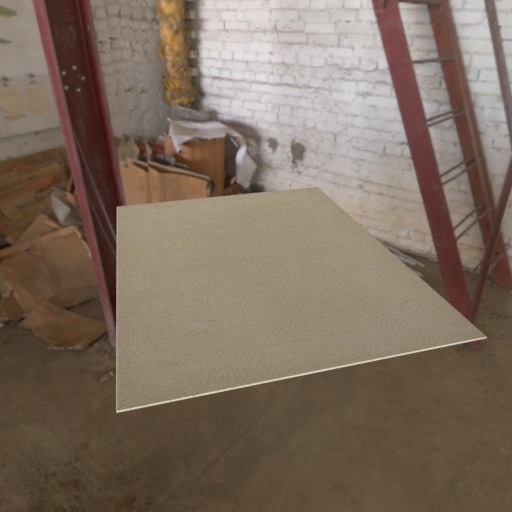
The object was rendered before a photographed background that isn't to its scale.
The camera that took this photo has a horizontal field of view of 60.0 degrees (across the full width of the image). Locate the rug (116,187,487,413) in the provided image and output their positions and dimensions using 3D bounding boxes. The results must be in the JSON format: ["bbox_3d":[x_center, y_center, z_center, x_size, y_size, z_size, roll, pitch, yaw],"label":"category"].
[{"bbox_3d":[0.000,0.000,3.417,2.073,0.011,2.584,-8,30,-13],"label":"rug"}]
